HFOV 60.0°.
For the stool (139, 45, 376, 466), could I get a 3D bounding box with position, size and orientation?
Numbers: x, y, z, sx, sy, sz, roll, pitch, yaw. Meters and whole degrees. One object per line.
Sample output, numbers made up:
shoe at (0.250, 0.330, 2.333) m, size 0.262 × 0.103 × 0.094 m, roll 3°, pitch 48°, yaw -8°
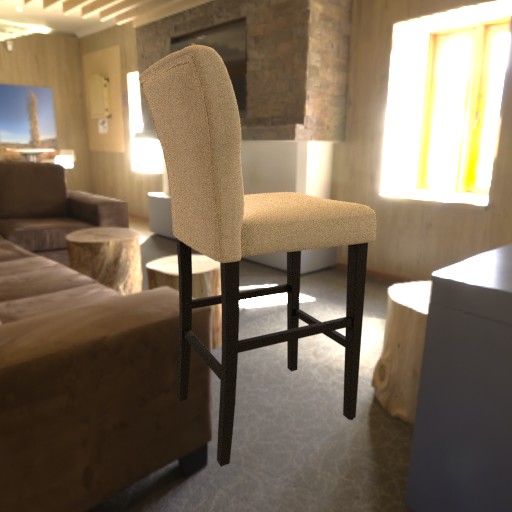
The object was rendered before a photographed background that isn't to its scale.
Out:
stool at (0.000, 0.000, 1.424) m, size 0.603 × 1.124 × 0.516 m, roll -7°, pitch 16°, yaw -27°
